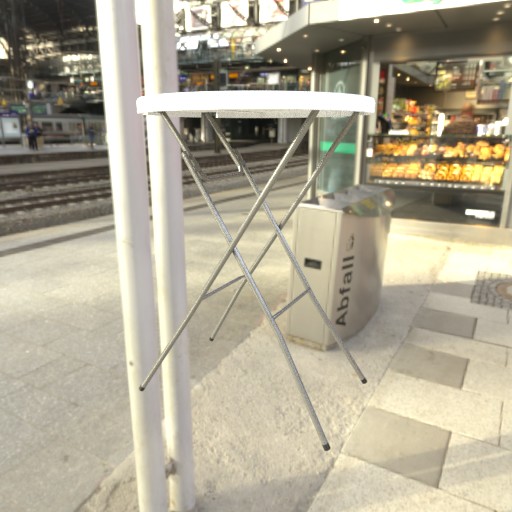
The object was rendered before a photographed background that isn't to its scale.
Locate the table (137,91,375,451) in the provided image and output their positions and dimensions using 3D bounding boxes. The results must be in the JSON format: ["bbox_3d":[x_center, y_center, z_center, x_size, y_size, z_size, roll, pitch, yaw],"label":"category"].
[{"bbox_3d":[0.000,0.000,1.668,0.795,1.105,0.792,8,18,27],"label":"table"}]
